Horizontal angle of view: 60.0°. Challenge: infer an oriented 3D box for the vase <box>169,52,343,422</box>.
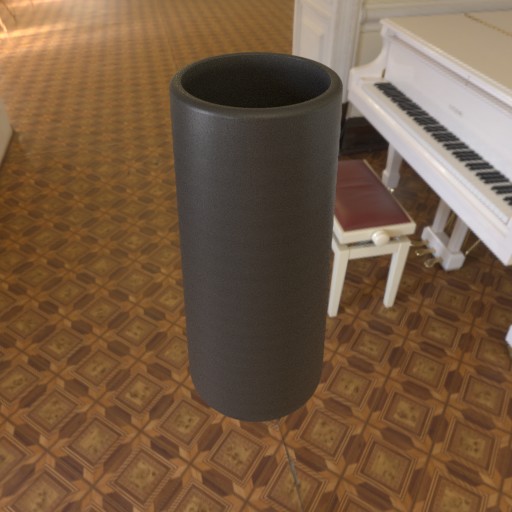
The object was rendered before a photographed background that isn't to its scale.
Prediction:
[{"bbox_3d":[0.000,0.000,0.365,0.136,0.289,0.136,0,41,0],"label":"vase"}]
